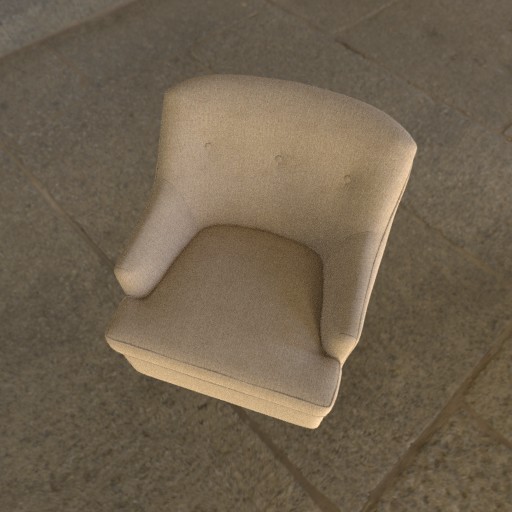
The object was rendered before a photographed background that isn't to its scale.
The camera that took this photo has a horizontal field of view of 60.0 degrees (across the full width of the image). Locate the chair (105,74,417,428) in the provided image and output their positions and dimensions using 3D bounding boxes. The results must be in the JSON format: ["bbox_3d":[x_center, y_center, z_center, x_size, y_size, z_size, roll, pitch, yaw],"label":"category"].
[{"bbox_3d":[0.000,0.000,1.605,0.864,0.856,0.923,15,59,9],"label":"chair"}]
